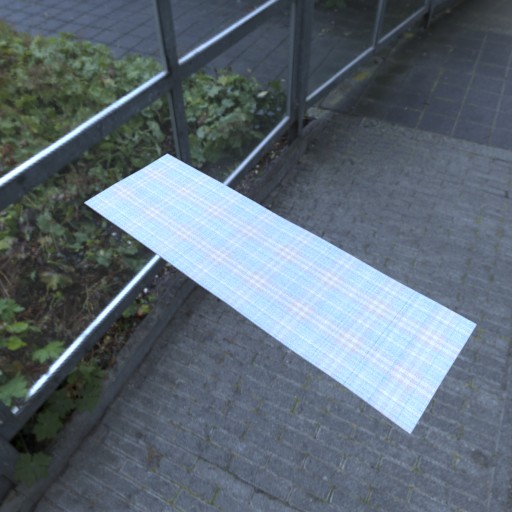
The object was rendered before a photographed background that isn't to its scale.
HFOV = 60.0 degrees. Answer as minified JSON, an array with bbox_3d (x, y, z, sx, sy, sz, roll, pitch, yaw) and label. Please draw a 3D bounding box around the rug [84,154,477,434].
[{"bbox_3d":[0.000,0.000,2.697,2.439,0.013,0.762,32,55,26],"label":"rug"}]
